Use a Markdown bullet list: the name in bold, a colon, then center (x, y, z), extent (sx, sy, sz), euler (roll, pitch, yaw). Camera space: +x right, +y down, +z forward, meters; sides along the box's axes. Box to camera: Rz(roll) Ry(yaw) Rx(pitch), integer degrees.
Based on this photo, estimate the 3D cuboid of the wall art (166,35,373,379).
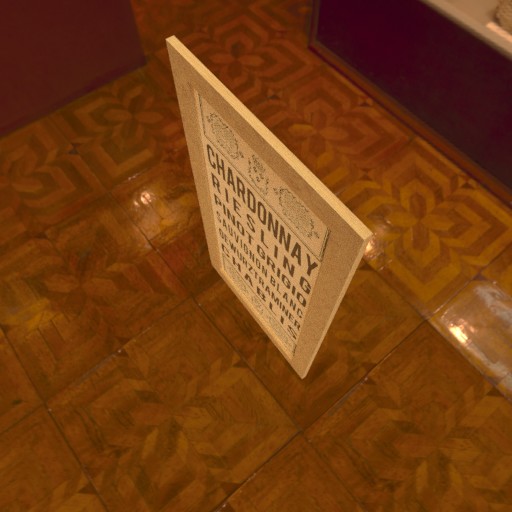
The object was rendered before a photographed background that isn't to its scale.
- **wall art**: center (0.000, 0.000, 0.824), extent (0.013, 0.683, 0.381), euler (-34, 68, -16)
